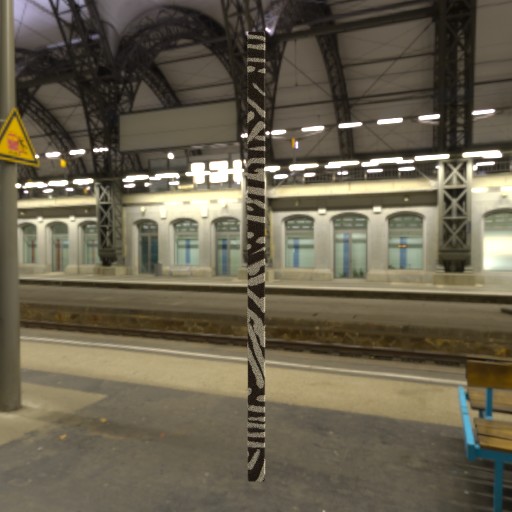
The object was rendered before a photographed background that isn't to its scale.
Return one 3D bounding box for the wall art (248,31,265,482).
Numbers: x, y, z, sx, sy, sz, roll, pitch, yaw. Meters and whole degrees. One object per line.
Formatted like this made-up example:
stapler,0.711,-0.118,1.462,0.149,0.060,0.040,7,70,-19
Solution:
wall art,0.000,0.000,1.208,0.035,0.918,0.615,0,1,0
